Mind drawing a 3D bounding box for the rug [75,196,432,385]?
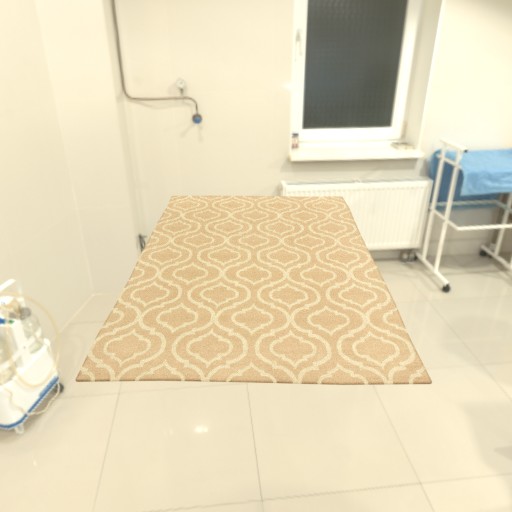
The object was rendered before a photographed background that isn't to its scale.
[{"bbox_3d":[0.000,0.000,2.188,1.152,0.013,1.761,0,27,0],"label":"rug"}]
